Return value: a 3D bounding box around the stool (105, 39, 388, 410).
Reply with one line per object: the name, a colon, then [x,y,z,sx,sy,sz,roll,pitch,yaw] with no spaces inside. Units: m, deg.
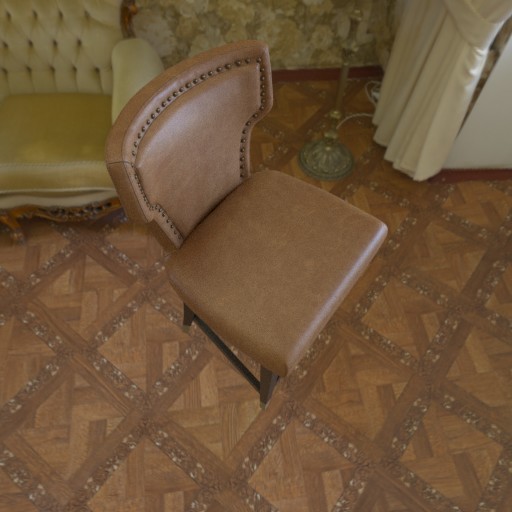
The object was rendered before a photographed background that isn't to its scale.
stool: [0.000,0.000,1.295,0.563,0.982,0.526,32,63,19]
